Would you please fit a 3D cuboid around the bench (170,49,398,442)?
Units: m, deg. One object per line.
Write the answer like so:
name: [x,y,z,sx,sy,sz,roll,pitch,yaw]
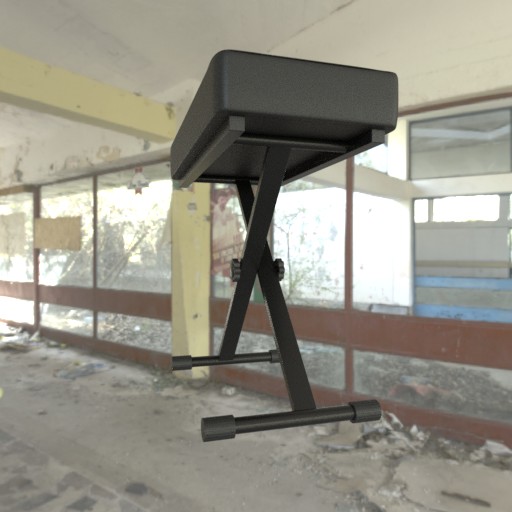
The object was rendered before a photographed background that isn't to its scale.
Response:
bench: [0.000,0.000,0.921,0.300,0.561,0.600,0,0,-17]
